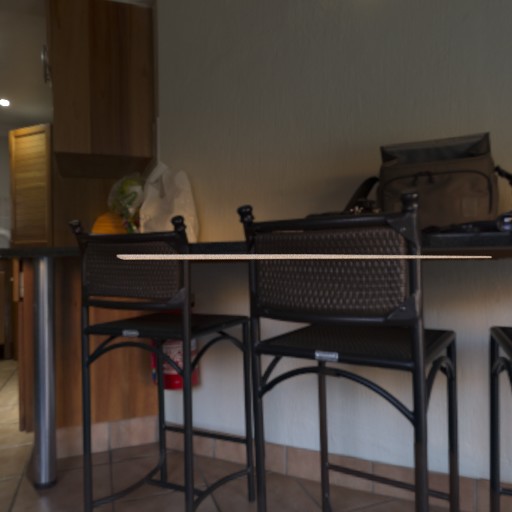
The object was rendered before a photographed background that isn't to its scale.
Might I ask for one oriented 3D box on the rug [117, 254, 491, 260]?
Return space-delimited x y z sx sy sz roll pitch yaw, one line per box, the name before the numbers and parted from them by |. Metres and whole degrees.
rug | 0.000 0.000 4.081 2.439 0.013 3.048 0 0 -18
